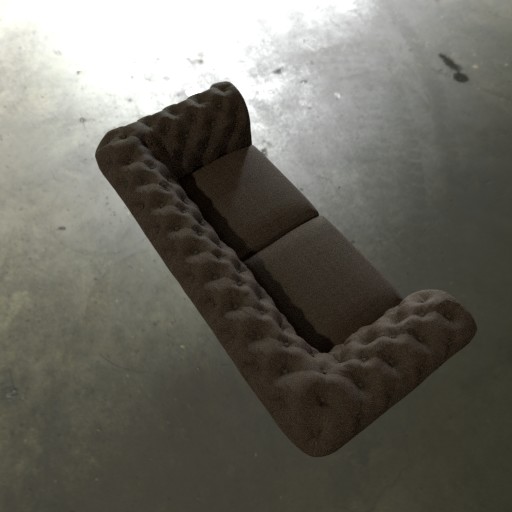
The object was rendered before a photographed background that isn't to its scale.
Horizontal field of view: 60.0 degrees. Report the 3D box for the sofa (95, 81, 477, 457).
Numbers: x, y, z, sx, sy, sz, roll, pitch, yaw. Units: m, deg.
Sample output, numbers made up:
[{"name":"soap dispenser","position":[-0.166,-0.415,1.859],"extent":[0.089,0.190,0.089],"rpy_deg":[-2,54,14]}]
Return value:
[{"name":"sofa","position":[0.000,0.000,2.446],"extent":[0.944,0.780,2.048],"rpy_deg":[-31,63,-18]}]
